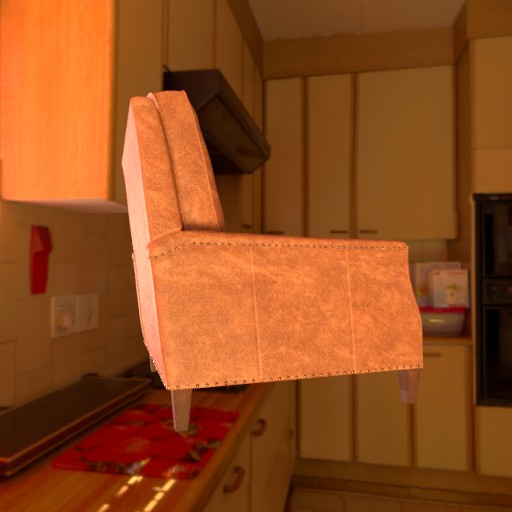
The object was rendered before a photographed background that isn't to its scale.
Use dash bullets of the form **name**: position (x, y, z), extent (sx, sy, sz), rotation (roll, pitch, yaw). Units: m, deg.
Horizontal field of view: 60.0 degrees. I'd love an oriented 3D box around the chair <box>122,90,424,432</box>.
- **chair**: position (0.000, 0.000, 1.814), extent (1.035, 1.054, 0.854), rotation (0, -1, -18)
